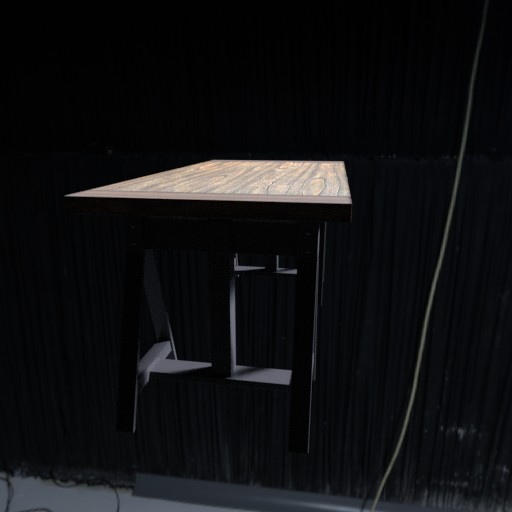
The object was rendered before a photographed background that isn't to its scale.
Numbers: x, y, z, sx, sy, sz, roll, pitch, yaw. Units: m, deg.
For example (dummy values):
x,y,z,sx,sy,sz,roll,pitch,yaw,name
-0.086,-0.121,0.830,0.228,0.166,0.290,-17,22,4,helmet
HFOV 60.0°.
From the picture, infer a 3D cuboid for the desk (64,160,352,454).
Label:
x,y,z,sx,sy,sz,roll,pitch,yaw,name
0.000,0.000,1.954,0.784,0.725,1.543,3,16,10,desk
